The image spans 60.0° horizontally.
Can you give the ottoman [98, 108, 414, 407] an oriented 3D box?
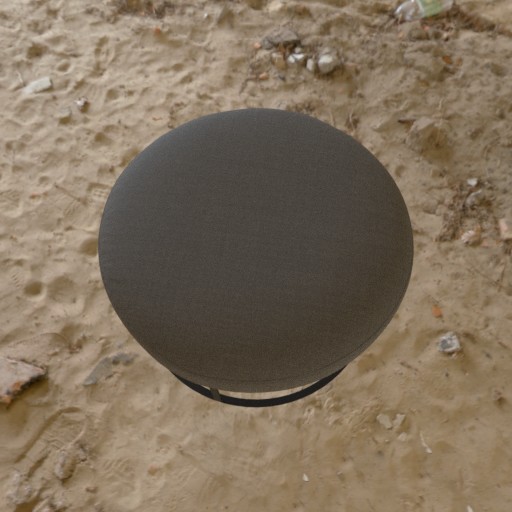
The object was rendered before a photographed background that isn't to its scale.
[{"bbox_3d":[0.000,0.000,1.223,0.772,0.460,0.772,0,63,0],"label":"ottoman"}]
